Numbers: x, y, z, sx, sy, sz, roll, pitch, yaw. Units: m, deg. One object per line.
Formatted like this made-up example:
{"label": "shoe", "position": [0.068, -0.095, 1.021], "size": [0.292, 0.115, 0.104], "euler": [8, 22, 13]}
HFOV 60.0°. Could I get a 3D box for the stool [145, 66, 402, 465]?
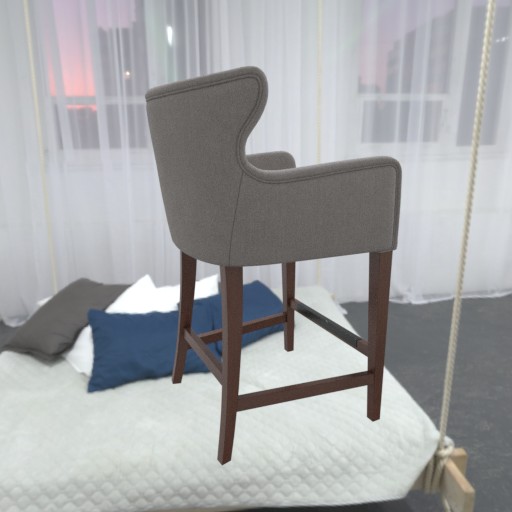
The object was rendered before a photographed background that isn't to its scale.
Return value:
{"label": "stool", "position": [0.000, 0.000, 1.304], "size": [0.575, 0.951, 0.575], "euler": [-7, 16, -25]}
